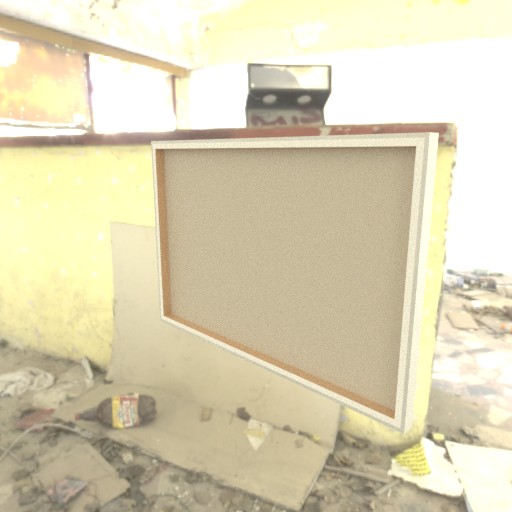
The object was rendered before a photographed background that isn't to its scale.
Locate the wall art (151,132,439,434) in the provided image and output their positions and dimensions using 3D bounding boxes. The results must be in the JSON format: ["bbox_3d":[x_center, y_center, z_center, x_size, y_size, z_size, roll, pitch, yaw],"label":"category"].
[{"bbox_3d":[0.000,0.000,1.188,0.915,0.610,0.038,13,18,43],"label":"wall art"}]
